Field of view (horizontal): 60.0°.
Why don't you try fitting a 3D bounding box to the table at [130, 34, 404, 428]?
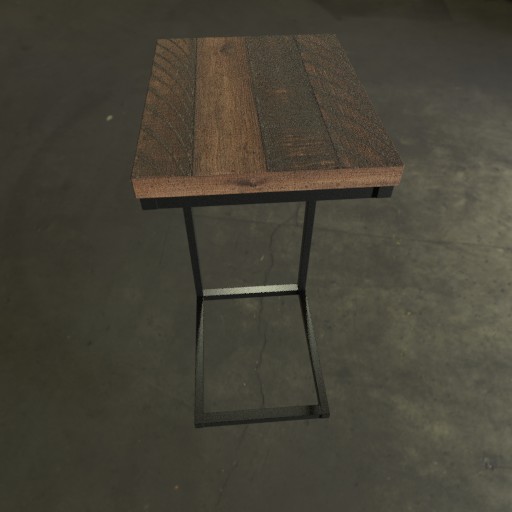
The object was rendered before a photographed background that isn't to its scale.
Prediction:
[{"bbox_3d":[0.000,0.000,0.918,0.323,0.718,0.414,-3,46,-3],"label":"table"}]
